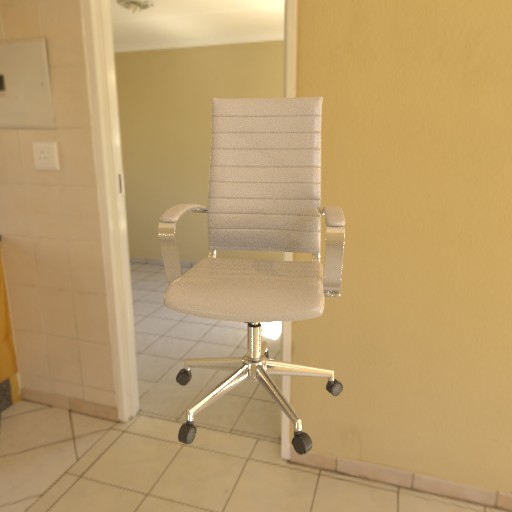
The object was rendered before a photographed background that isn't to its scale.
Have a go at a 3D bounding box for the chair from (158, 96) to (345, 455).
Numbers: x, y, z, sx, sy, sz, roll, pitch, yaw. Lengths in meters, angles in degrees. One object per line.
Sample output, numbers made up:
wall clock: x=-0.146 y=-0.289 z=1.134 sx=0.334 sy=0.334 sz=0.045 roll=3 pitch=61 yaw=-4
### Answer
chair: x=0.000 y=0.000 z=1.610 sx=0.679 sy=1.149 sz=0.667 roll=2 pitch=14 yaw=8
